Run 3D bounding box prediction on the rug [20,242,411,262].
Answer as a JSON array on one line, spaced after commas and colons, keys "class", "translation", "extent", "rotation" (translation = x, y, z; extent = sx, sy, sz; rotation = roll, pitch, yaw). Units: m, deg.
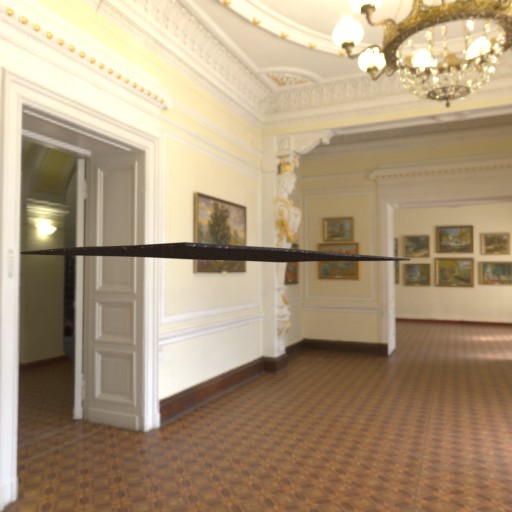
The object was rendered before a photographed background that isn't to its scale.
[{"class": "rug", "translation": [0.000, 0.000, 3.606], "extent": [1.522, 0.034, 3.032], "rotation": [-2, -3, 37]}]
